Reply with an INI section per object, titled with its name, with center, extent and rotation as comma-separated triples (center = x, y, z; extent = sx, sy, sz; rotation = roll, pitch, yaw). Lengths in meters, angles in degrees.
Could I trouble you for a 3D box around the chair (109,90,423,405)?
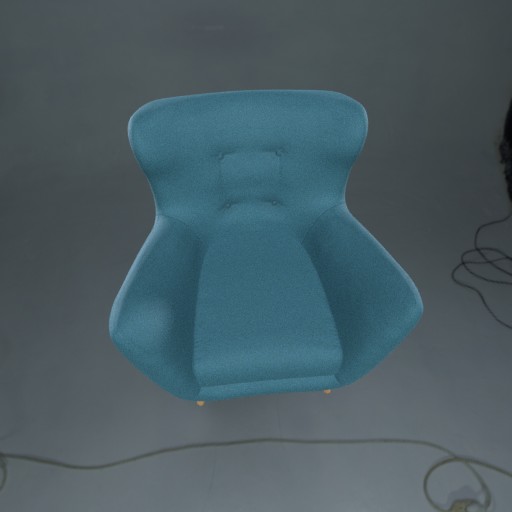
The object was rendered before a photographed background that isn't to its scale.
[chair]
center = 0.000, 0.000, 1.607
extent = 0.890, 0.889, 0.889
rotation = -4, 48, -4
